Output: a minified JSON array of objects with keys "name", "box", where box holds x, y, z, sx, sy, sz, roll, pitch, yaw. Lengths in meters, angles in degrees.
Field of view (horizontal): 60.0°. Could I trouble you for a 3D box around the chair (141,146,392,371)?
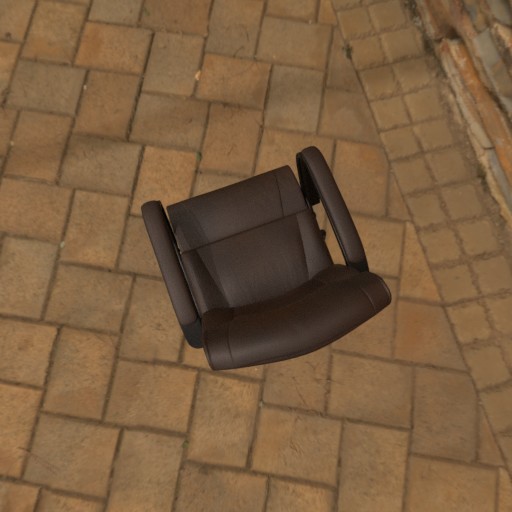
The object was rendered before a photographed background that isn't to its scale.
[{"name":"chair","box":[0.000,0.000,1.504,0.739,1.004,0.717,-19,76,-5]}]
